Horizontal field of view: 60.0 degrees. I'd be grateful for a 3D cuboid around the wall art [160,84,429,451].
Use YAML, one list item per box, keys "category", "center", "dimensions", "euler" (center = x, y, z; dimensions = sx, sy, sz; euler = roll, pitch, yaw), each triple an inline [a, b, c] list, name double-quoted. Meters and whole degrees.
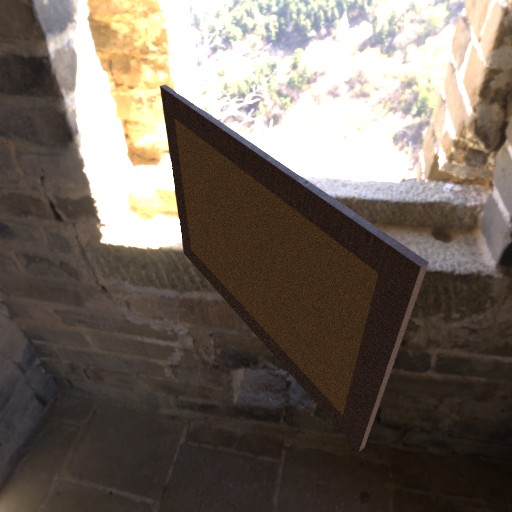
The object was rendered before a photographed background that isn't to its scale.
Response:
- category: "wall art"
  center: [0.000, 0.000, 1.180]
  dimensions: [0.019, 0.626, 0.917]
  euler: [-25, 47, -26]
